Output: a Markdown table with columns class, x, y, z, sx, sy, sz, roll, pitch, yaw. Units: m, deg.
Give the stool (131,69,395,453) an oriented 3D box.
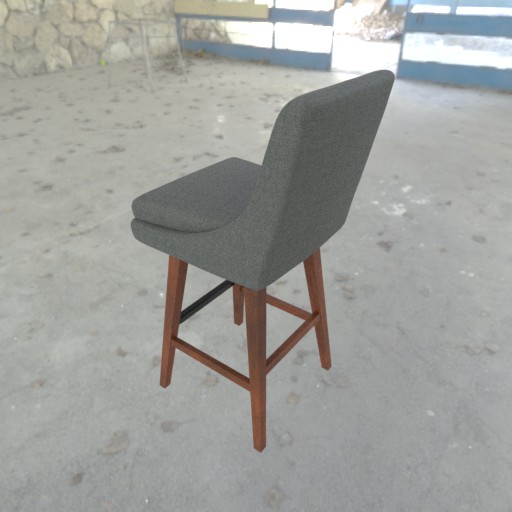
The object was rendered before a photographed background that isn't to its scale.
| class | x | y | z | sx | sy | sz | roll | pitch | yaw |
| --- | --- | --- | --- | --- | --- | --- | --- | --- | --- |
| stool | 0.000 | 0.000 | 1.240 | 0.524 | 0.977 | 0.447 | 21 | 37 | 31 |
